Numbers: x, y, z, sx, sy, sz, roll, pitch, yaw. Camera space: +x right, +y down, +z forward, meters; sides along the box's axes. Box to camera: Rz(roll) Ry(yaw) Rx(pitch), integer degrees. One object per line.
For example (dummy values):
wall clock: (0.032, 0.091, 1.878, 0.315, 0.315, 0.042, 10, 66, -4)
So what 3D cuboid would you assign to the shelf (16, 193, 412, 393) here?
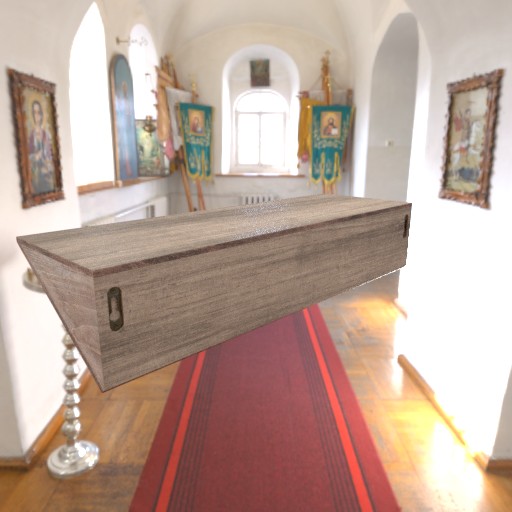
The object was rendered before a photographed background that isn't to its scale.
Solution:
shelf: (0.000, 0.000, 0.684, 0.200, 0.125, 0.610, 14, 20, 43)
